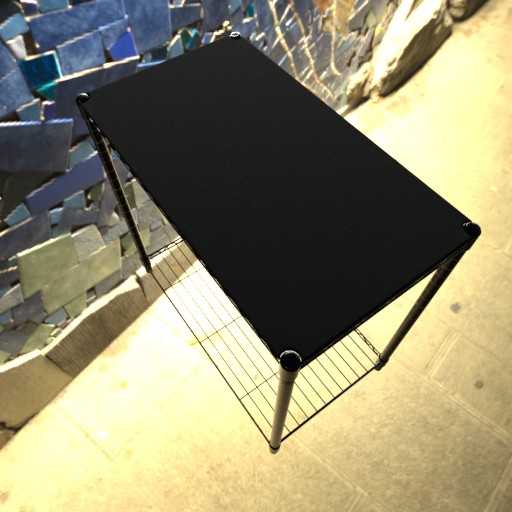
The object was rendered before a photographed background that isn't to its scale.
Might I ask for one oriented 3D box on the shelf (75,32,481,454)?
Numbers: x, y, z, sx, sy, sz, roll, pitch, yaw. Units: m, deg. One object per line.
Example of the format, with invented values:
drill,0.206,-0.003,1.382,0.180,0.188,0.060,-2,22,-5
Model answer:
shelf,0.000,0.000,0.906,0.338,0.564,0.589,-31,62,-19
